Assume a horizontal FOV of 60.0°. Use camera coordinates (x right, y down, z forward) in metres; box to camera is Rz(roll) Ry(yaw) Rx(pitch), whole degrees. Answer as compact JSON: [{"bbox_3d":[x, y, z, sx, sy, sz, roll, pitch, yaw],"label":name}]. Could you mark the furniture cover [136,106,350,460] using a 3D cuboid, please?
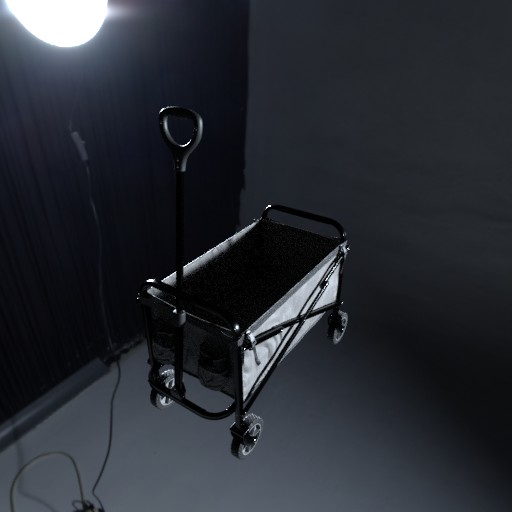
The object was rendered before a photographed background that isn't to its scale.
[{"bbox_3d":[0.000,0.000,1.809,0.532,1.295,1.038,19,35,29],"label":"furniture cover"}]
